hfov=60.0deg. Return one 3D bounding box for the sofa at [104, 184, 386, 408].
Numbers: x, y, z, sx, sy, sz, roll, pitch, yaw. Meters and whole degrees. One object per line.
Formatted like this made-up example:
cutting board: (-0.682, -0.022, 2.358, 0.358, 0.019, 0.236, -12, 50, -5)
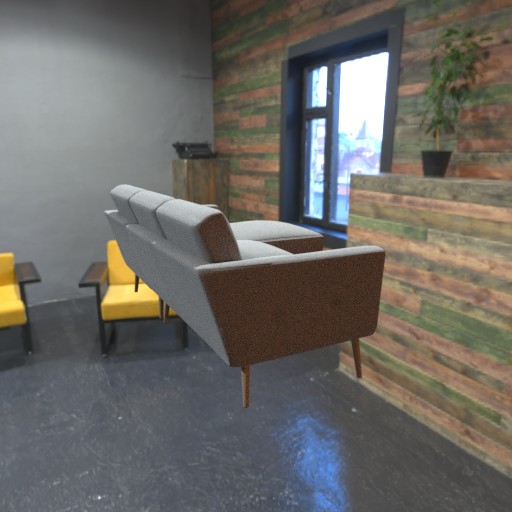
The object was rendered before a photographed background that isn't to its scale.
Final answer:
sofa: (0.000, 0.000, 2.870, 1.530, 0.860, 2.040, -7, 15, -27)
